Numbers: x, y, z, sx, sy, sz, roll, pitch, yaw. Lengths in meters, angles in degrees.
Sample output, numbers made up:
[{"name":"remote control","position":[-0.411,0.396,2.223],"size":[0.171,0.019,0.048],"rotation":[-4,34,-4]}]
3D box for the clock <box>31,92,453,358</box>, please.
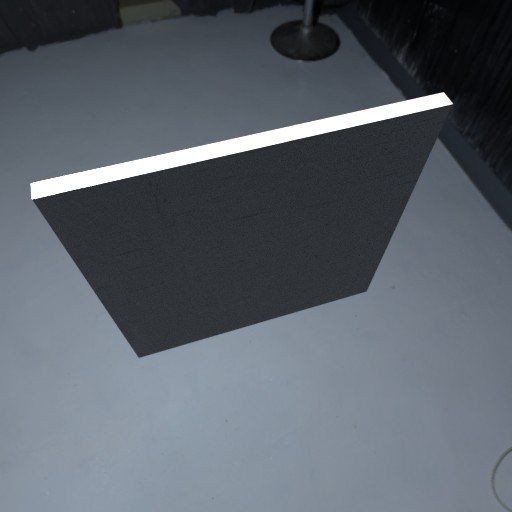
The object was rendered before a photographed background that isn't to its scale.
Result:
[{"name":"clock","position":[0.000,0.000,1.018],"size":[0.705,0.705,0.032],"rotation":[-15,59,-9]}]
